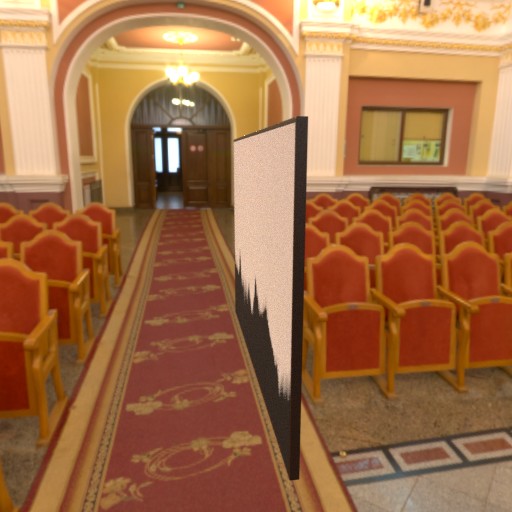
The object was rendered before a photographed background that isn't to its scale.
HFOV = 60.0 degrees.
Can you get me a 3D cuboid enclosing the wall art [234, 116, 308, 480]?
[{"bbox_3d":[0.000,0.000,1.230,0.019,0.660,0.957,-2,13,-9],"label":"wall art"}]
